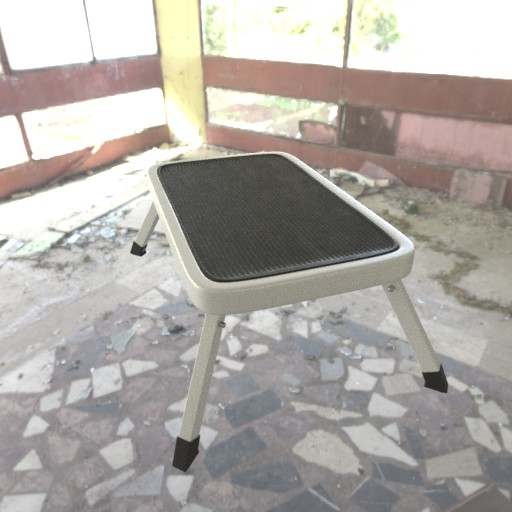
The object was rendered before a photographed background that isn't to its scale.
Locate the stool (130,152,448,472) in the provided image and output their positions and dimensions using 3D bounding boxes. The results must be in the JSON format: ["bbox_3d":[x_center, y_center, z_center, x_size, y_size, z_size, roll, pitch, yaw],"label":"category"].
[{"bbox_3d":[0.000,0.000,0.608,0.320,0.170,0.460,-10,31,-16],"label":"stool"}]
